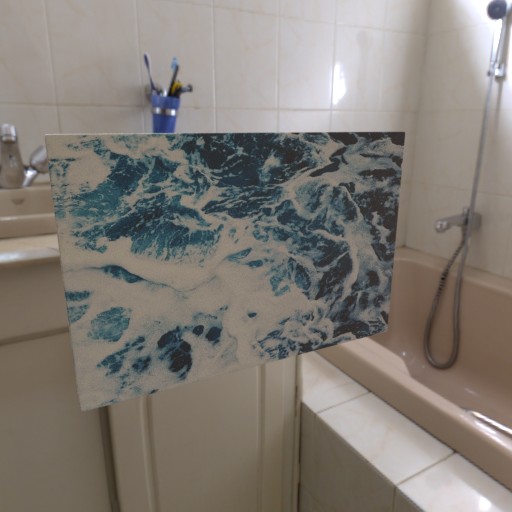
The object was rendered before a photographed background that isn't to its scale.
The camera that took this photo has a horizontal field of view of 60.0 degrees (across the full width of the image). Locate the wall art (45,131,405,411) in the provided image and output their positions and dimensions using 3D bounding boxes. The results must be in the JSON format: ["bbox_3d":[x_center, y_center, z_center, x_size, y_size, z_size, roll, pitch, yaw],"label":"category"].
[{"bbox_3d":[0.000,0.000,1.139,0.915,0.610,0.042,-8,18,-26],"label":"wall art"}]
